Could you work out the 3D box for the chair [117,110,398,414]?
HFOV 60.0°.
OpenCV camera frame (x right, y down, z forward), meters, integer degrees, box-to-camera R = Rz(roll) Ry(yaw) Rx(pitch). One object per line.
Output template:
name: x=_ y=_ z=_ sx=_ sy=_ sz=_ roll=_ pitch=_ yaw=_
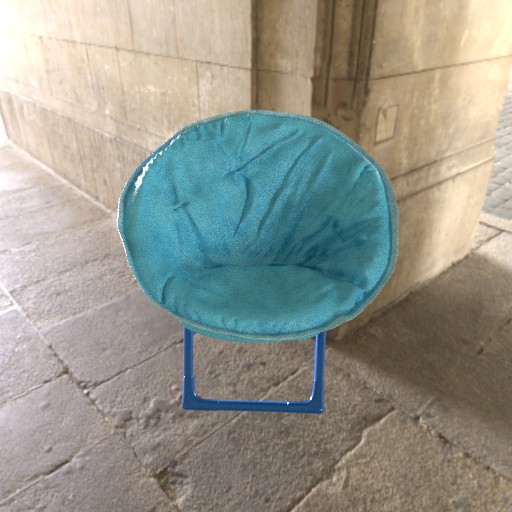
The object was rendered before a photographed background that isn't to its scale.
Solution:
chair: x=0.000 y=0.000 z=0.895 sx=0.520 sy=0.478 sz=0.465 roll=1 pitch=30 yaw=2
